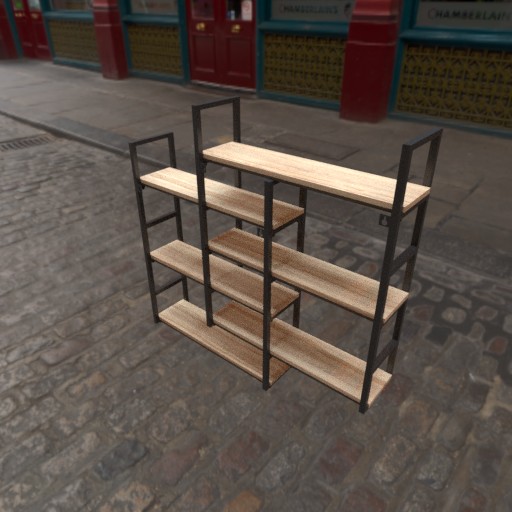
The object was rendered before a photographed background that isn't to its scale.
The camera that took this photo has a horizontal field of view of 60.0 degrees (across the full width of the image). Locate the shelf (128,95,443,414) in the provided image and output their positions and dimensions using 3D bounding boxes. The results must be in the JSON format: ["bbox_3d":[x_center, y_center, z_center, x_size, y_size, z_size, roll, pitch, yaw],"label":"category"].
[{"bbox_3d":[0.000,0.000,1.418,0.946,0.921,0.183,22,37,33],"label":"shelf"}]
